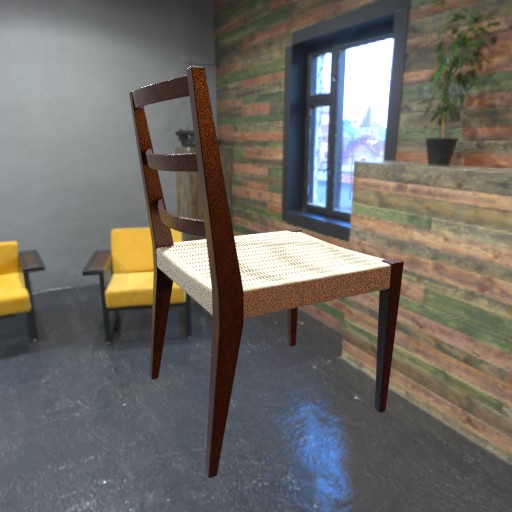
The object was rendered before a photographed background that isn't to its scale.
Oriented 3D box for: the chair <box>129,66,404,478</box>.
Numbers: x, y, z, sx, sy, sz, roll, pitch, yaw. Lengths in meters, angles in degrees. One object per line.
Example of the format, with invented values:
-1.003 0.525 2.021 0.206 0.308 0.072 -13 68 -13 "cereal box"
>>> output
0.000 0.000 1.142 0.551 0.813 0.480 -8 16 -27 "chair"
